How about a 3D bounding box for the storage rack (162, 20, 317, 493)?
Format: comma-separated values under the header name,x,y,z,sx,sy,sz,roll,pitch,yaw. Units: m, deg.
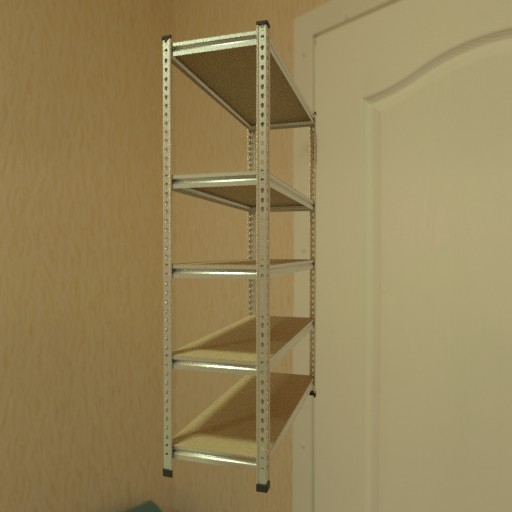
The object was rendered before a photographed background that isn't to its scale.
name,x,y,z,sx,sy,sz,roll,pitch,yaw
storage rack,0.000,0.000,2.360,0.457,1.829,1.219,0,1,17
